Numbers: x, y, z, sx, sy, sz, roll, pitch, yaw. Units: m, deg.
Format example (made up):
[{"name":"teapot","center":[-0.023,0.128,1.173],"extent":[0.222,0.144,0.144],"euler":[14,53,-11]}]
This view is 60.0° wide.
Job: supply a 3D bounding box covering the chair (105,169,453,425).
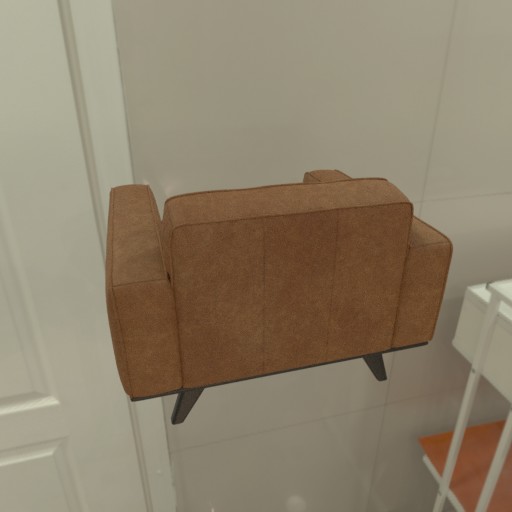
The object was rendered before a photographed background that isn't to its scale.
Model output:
[{"name":"chair","center":[0.000,0.000,1.772],"extent":[1.118,0.782,0.952],"euler":[-7,27,-14]}]
